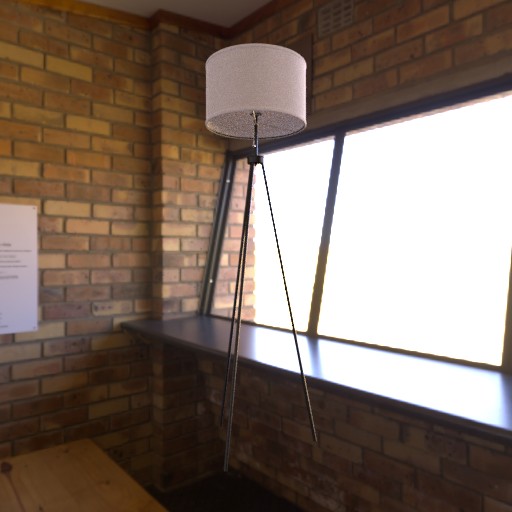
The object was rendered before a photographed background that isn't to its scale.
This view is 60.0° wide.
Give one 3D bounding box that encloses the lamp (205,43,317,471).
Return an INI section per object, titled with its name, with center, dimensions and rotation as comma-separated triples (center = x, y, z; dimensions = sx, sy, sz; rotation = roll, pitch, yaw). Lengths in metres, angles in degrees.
[lamp]
center = 0.000, 0.000, 1.788
dimensions = 0.448, 1.545, 0.458
rotation = 0, 0, 17
